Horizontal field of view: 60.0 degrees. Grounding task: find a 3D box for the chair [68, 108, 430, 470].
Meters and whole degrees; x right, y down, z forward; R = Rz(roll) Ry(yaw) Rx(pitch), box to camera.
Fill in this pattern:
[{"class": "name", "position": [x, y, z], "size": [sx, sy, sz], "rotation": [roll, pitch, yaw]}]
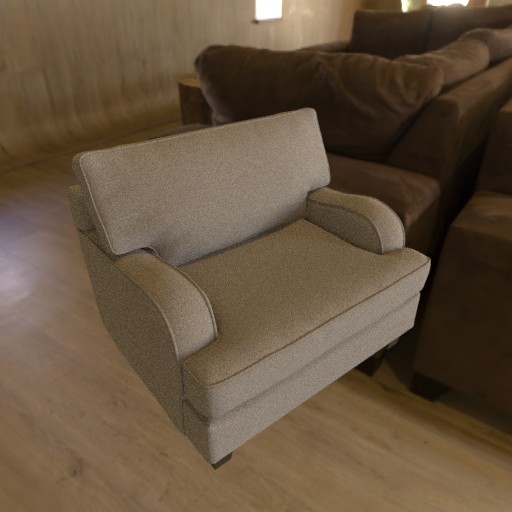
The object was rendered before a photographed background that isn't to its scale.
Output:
[{"class": "chair", "position": [0.000, 0.000, 1.952], "size": [1.220, 1.016, 1.040], "rotation": [-22, 38, -32]}]
